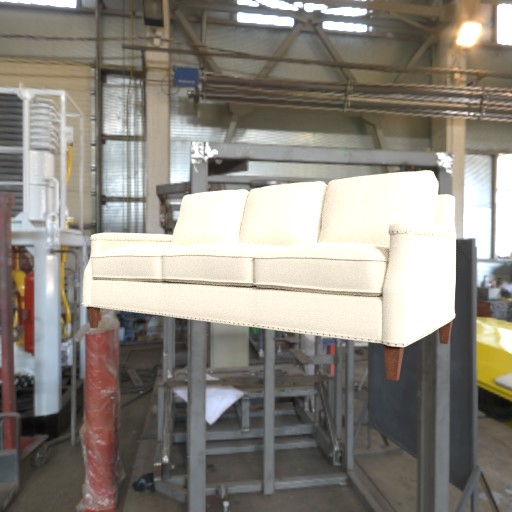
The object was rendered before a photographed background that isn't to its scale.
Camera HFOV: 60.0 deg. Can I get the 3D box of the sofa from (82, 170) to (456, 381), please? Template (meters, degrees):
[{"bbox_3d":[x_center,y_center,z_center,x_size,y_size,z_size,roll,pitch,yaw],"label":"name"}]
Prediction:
[{"bbox_3d":[0.000,0.000,2.846,2.246,1.003,1.084,1,1,36],"label":"sofa"}]
